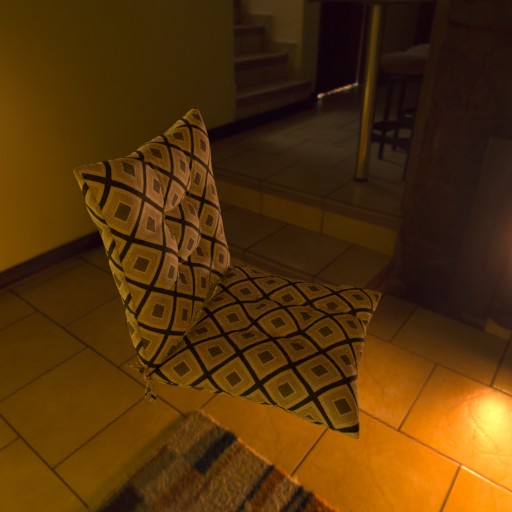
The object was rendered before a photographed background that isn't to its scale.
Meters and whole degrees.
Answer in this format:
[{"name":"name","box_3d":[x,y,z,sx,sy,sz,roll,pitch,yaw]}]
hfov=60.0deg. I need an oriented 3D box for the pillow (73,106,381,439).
[{"name":"pillow","box_3d":[0.000,0.000,1.021,0.585,0.536,0.541,9,32,15]}]
